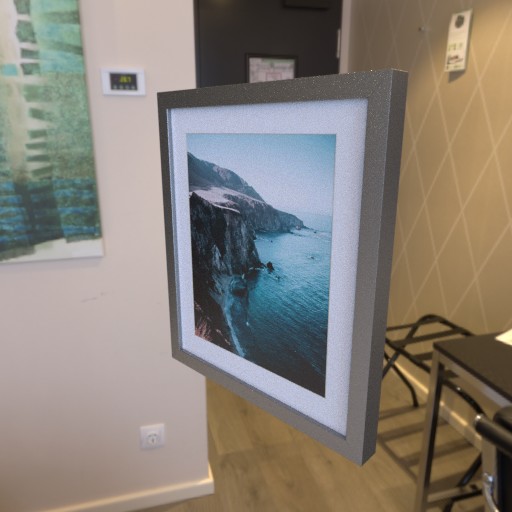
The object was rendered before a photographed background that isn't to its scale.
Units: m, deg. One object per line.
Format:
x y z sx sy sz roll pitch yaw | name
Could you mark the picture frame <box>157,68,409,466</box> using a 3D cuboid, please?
0.000 0.000 1.334 0.839 0.968 0.073 15 21 42 | picture frame
